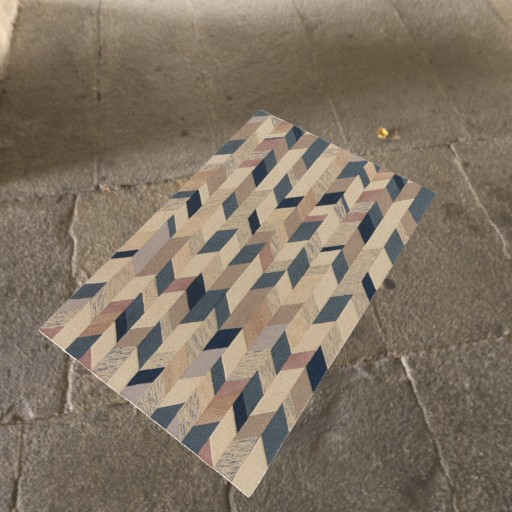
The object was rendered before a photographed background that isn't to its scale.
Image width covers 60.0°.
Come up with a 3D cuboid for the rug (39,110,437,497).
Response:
[{"bbox_3d":[0.000,0.000,2.261,1.202,0.006,1.813,31,64,17],"label":"rug"}]
